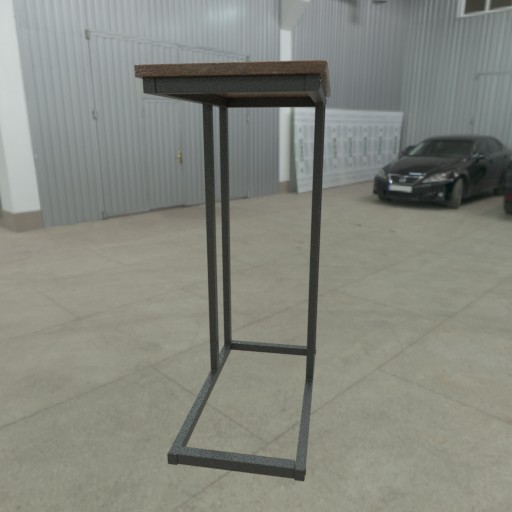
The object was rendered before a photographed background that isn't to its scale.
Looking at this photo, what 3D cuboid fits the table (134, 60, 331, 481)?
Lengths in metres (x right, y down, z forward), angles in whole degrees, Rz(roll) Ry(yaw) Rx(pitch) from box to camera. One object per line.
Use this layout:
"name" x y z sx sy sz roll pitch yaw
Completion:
"table" 0.000 0.000 0.862 0.254 0.637 0.450 3 16 9
